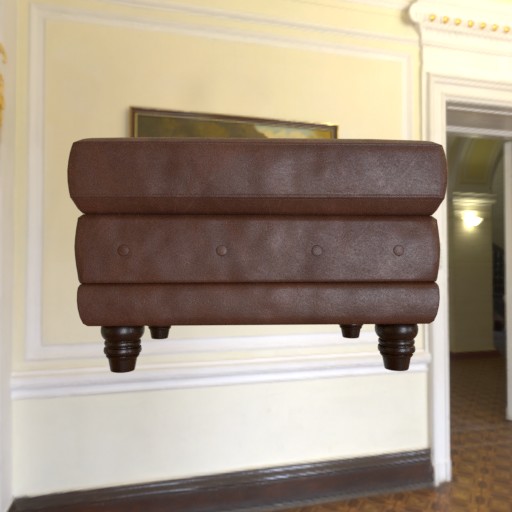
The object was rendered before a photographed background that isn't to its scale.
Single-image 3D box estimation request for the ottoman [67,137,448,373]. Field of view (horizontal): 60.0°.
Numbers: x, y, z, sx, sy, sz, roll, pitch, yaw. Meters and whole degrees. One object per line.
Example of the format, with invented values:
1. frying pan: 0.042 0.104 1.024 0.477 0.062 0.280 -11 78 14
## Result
1. ottoman: 0.000 0.000 1.194 0.795 0.509 0.588 0 -1 -1
